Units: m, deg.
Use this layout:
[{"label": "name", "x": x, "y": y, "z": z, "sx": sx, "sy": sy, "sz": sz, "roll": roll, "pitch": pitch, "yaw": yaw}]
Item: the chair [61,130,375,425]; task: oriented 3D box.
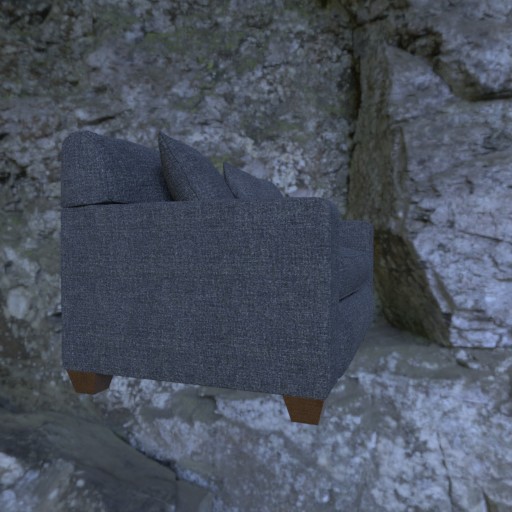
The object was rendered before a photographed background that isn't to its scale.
[{"label": "chair", "x": 0.000, "y": 0.000, "z": 2.028, "sx": 1.000, "sy": 0.948, "sz": 1.383, "roll": 0, "pitch": 1, "yaw": 20}]
